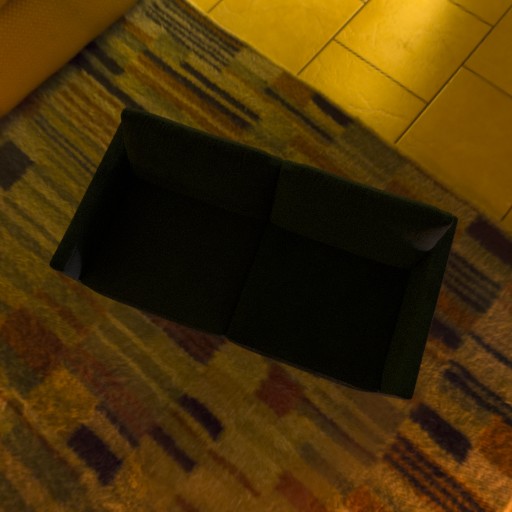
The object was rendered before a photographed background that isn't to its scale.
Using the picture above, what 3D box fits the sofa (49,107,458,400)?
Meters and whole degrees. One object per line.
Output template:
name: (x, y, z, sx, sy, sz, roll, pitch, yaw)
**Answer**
sofa: (0.000, 0.000, 2.174, 1.676, 0.817, 0.875, 19, 76, 5)
